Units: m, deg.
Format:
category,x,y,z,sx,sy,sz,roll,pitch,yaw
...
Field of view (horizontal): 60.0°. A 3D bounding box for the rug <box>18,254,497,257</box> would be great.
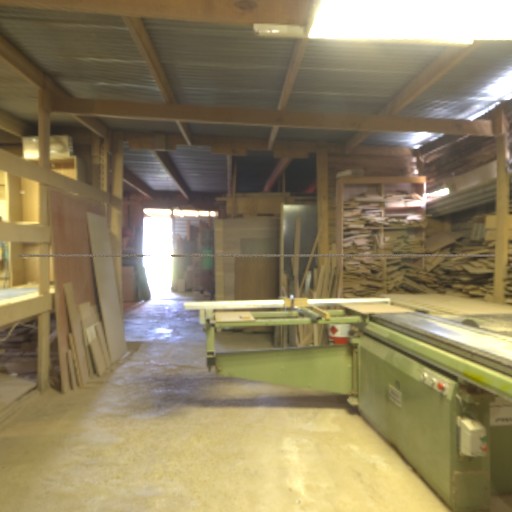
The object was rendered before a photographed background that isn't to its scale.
category,x,y,z,sx,sy,sz,roll,pitch,yaw
rug,0.000,0.000,3.002,2.438,0.011,1.524,0,0,-1
